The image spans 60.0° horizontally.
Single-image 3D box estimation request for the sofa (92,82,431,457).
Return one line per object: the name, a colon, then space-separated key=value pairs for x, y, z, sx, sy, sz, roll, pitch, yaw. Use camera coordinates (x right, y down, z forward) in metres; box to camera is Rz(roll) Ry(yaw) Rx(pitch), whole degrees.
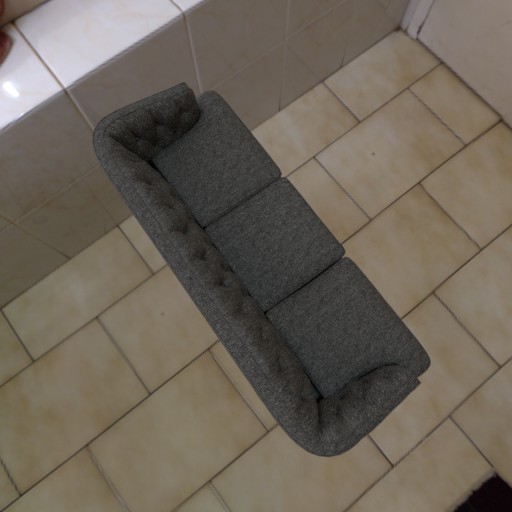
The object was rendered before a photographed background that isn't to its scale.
sofa: x=0.000 y=0.000 z=2.760 sx=0.941 sy=0.855 sz=2.278 roll=-35 pitch=78 yaw=-9
